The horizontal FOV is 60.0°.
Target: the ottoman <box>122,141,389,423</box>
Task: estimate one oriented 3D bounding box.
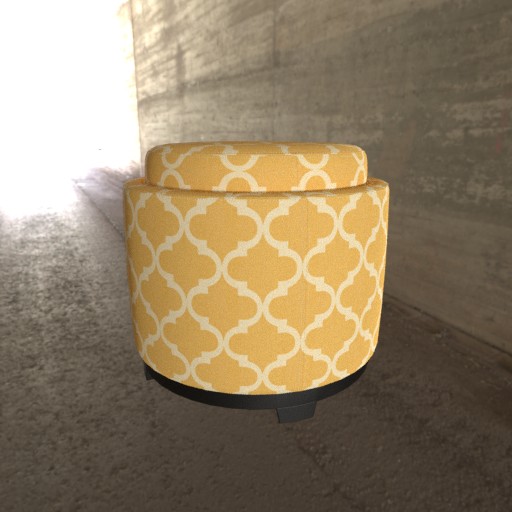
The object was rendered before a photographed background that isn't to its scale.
[{"bbox_3d":[0.000,0.000,0.855,0.480,0.429,0.480,0,15,0],"label":"ottoman"}]
